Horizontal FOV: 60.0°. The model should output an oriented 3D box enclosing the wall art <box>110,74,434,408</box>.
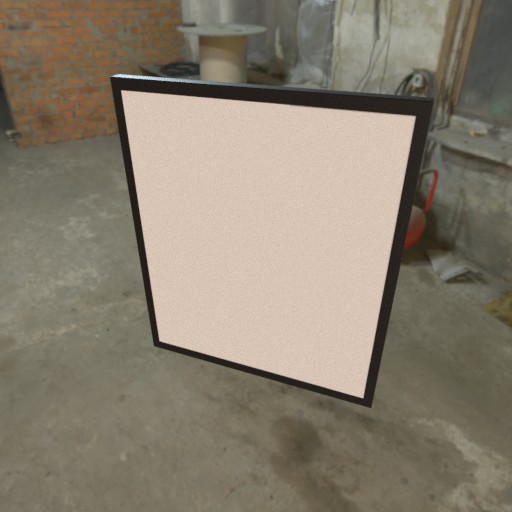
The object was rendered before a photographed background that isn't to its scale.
[{"bbox_3d":[0.000,0.000,0.699,0.430,0.509,0.021,11,33,17],"label":"wall art"}]
